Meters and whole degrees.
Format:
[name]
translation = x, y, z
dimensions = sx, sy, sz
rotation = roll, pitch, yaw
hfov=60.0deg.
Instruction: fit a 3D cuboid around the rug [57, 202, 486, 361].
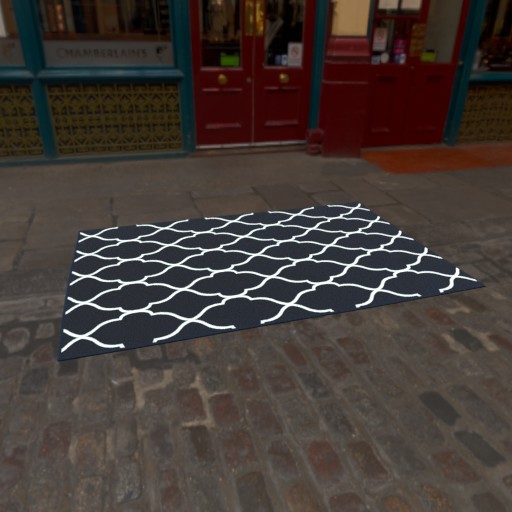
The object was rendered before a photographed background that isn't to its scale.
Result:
[rug]
translation = 0.000, 0.000, 2.887
dimensions = 2.294, 0.014, 1.528
rotation = -7, 27, -15
